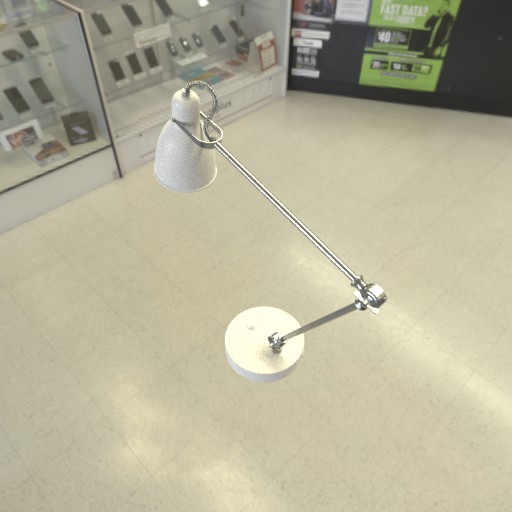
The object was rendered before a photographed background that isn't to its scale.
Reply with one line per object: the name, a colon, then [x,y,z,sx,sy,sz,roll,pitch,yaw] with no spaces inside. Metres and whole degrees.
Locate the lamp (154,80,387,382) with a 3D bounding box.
lamp: [0.000,0.000,0.871,0.187,0.587,0.561,-33,54,-28]
